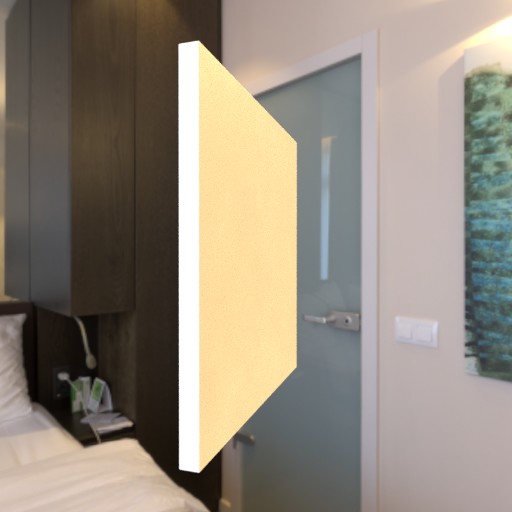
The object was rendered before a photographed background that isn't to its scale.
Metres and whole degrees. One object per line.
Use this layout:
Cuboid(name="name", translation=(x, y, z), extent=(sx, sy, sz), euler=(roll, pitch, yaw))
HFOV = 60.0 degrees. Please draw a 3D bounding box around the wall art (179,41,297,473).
Cuboid(name="wall art", translation=(0.000, 0.000, 1.148), extent=(0.040, 0.762, 0.762), euler=(0, 0, 18))
